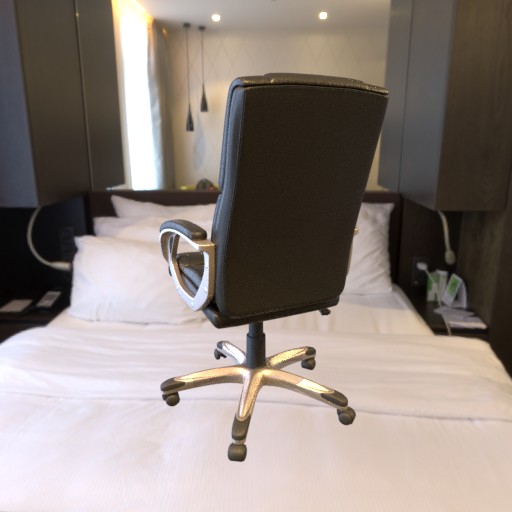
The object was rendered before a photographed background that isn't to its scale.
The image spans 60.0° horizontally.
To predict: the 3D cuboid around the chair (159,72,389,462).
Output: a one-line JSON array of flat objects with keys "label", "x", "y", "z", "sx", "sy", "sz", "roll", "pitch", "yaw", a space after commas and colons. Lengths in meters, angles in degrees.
[{"label": "chair", "x": 0.000, "y": 0.000, "z": 1.613, "sx": 0.700, "sy": 1.145, "sz": 0.780, "roll": -7, "pitch": 16, "yaw": -26}]
